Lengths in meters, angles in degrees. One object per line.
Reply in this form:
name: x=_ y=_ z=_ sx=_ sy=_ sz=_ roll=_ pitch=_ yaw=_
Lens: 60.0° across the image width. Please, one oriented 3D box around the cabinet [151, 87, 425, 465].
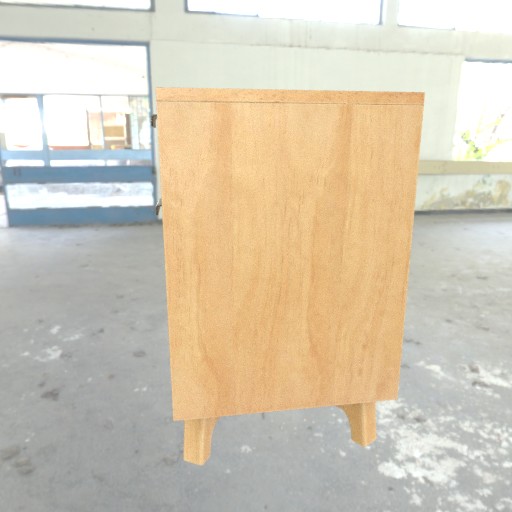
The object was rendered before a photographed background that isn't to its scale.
cabinet: x=0.000 y=0.000 z=0.931 sx=0.394 sy=0.599 sz=0.551 roll=-2 pitch=15 yaw=-9
